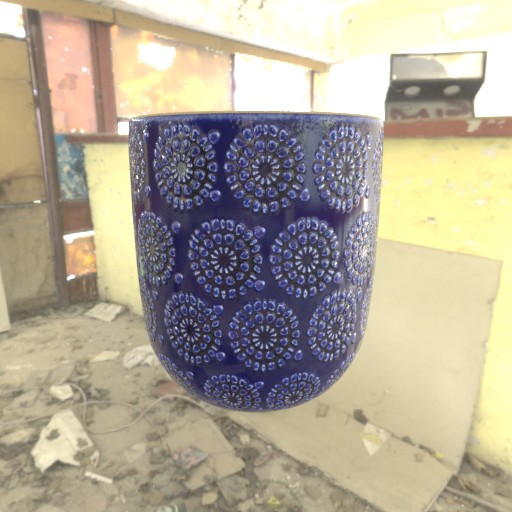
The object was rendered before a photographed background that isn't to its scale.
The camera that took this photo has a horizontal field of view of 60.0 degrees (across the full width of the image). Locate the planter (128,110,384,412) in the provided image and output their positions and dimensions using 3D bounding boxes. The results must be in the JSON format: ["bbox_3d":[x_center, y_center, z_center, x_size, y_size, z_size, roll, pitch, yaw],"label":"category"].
[{"bbox_3d":[0.000,0.000,0.351,0.184,0.206,0.184,0,14,0],"label":"planter"}]
